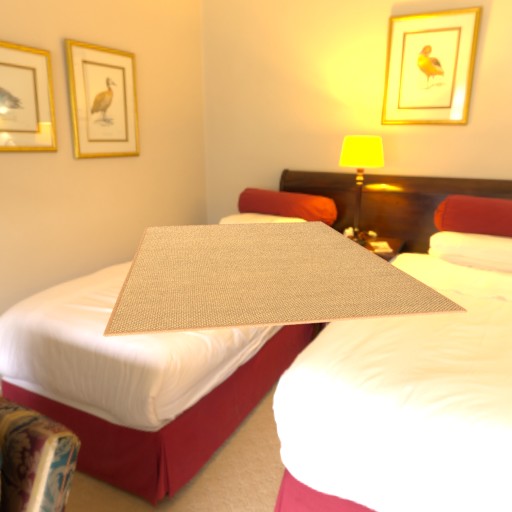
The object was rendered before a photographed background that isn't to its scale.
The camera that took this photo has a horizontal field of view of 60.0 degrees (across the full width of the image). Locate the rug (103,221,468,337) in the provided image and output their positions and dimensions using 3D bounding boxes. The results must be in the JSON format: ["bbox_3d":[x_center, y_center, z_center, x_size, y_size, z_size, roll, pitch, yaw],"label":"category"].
[{"bbox_3d":[0.000,0.000,2.810,1.524,0.013,2.134,-2,15,-9],"label":"rug"}]
